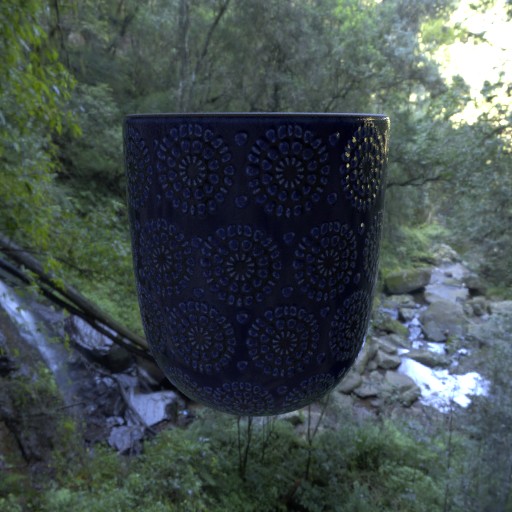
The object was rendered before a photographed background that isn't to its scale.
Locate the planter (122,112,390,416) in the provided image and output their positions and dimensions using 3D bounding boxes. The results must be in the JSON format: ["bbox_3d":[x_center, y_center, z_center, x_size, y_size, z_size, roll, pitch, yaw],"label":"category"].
[{"bbox_3d":[0.000,0.000,0.341,0.184,0.206,0.184,0,17,0],"label":"planter"}]
